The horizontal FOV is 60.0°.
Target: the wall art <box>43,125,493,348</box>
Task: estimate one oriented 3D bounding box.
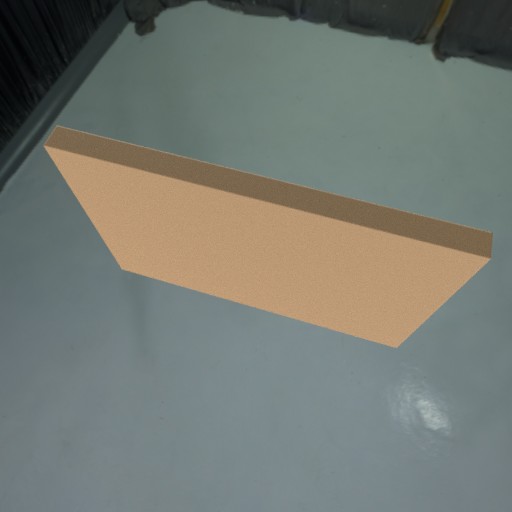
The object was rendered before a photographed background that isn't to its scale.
[{"bbox_3d":[0.000,0.000,0.770,0.609,0.407,0.039,15,64,8],"label":"wall art"}]
